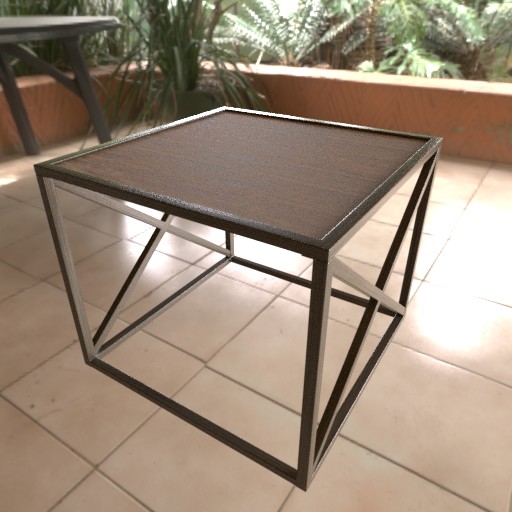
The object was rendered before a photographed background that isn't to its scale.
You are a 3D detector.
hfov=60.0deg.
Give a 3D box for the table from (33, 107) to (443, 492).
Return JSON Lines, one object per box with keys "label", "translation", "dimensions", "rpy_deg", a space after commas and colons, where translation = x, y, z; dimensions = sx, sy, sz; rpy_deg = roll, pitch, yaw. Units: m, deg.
{"label": "table", "translation": [0.000, 0.000, 1.044], "dimensions": [0.609, 0.507, 0.611], "rpy_deg": [18, 35, 28]}
